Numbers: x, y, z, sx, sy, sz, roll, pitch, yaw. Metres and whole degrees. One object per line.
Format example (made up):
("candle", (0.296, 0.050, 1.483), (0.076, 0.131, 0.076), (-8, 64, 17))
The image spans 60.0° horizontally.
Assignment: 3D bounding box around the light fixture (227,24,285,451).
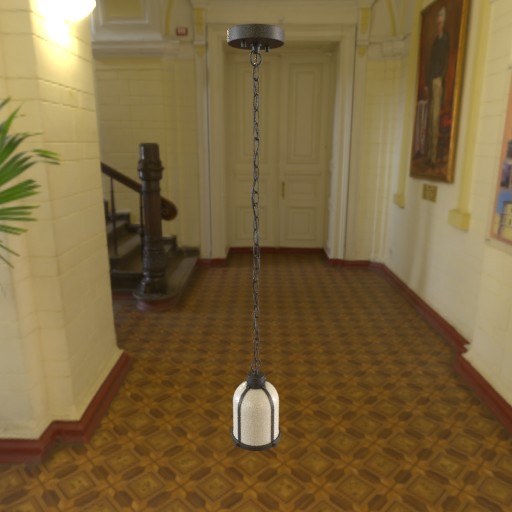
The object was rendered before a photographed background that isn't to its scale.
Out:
("light fixture", (0.000, 0.000, 1.273), (0.178, 1.181, 0.178), (-14, 20, -43))
